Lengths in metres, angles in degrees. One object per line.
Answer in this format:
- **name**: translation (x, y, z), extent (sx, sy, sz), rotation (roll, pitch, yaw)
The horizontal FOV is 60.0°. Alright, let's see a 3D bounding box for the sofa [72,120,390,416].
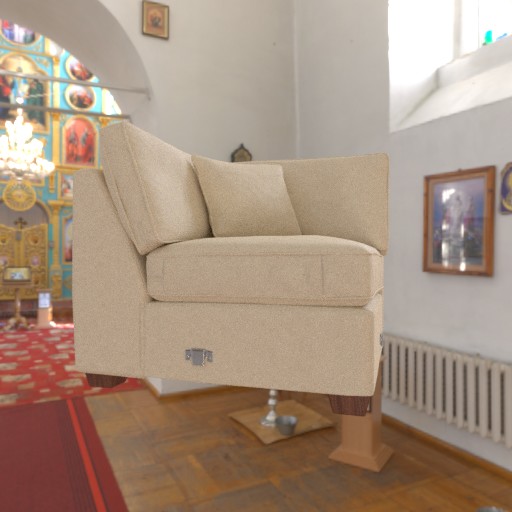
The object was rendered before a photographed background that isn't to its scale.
- **sofa**: translation (0.000, 0.000, 1.985), extent (1.146, 1.002, 1.084), rotation (0, -1, 17)
